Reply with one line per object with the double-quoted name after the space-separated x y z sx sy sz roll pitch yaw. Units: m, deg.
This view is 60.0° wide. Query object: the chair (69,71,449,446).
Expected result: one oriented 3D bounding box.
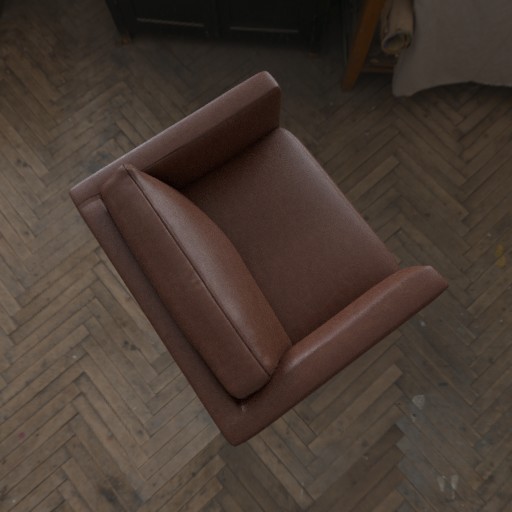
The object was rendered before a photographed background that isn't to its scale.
0.000 0.000 1.861 0.959 0.917 1.107 -34 78 -8 "chair"
